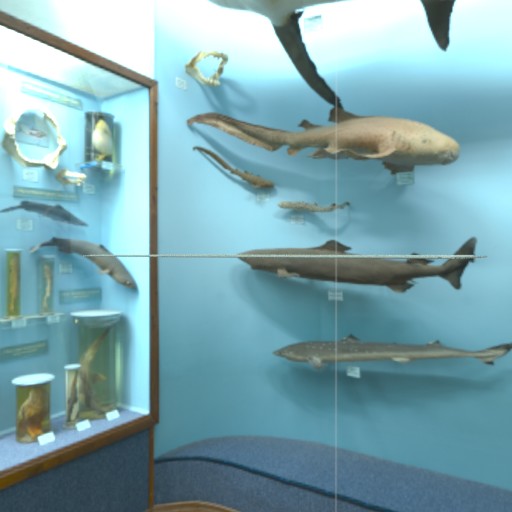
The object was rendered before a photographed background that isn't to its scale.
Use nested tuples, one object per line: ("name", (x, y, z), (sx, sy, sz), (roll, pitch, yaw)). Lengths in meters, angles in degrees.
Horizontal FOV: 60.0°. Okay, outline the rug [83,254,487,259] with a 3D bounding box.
("rug", (0.000, 0.000, 2.738), (2.480, 0.013, 0.786), (0, 0, 35))
